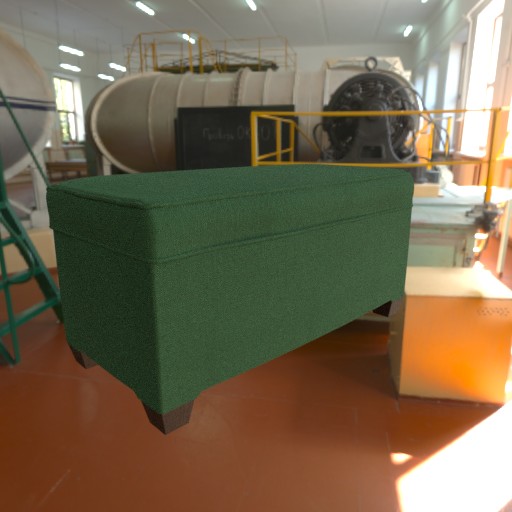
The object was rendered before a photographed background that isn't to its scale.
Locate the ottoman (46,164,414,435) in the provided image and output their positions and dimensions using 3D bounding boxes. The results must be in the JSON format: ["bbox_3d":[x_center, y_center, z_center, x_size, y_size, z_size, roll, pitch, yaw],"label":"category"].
[{"bbox_3d":[0.000,0.000,1.233,0.957,0.471,0.483,-14,20,-42],"label":"ottoman"}]
